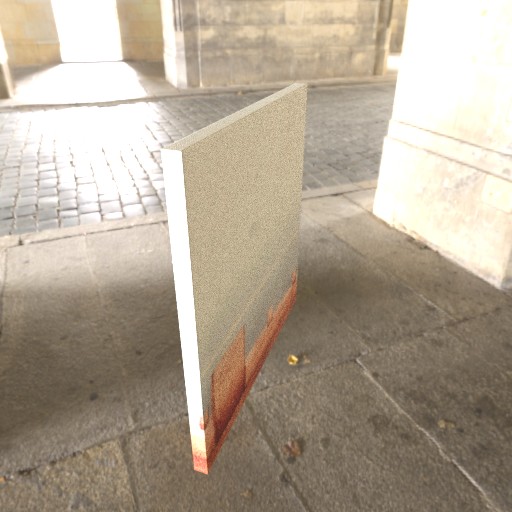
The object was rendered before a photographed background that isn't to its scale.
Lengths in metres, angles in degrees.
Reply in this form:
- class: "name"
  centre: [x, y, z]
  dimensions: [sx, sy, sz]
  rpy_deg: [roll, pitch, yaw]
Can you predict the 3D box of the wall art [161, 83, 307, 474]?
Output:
- class: "wall art"
  centre: [0.000, 0.000, 1.167]
  dimensions: [0.042, 0.760, 0.760]
  rpy_deg: [10, 30, 18]
